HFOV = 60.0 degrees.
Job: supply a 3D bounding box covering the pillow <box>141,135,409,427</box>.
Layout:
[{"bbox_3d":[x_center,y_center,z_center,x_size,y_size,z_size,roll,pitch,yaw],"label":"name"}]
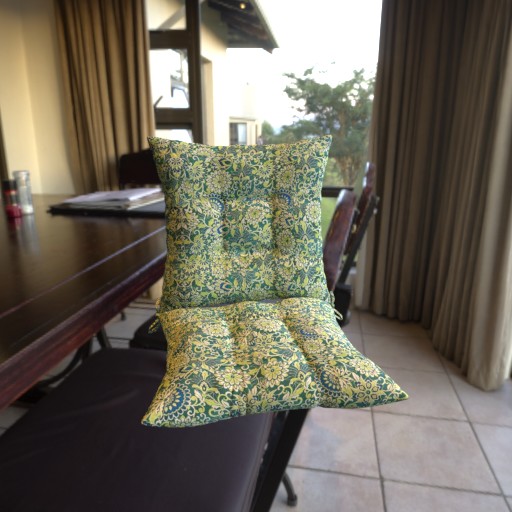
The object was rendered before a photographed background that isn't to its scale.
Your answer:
[{"bbox_3d":[0.000,0.000,1.030,0.541,0.536,0.585,-2,16,-9],"label":"pillow"}]
